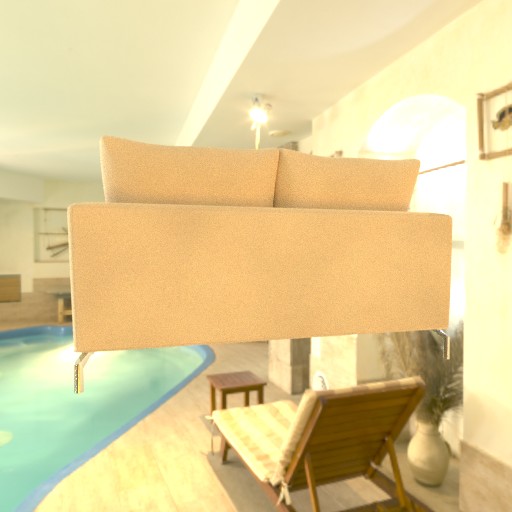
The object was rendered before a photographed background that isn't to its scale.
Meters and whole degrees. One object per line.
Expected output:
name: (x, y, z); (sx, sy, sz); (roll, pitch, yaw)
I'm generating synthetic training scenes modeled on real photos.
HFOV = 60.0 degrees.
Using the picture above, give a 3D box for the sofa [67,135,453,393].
sofa: (0.000, 0.000, 2.311); (1.739, 0.995, 0.906); (0, 1, -18)
